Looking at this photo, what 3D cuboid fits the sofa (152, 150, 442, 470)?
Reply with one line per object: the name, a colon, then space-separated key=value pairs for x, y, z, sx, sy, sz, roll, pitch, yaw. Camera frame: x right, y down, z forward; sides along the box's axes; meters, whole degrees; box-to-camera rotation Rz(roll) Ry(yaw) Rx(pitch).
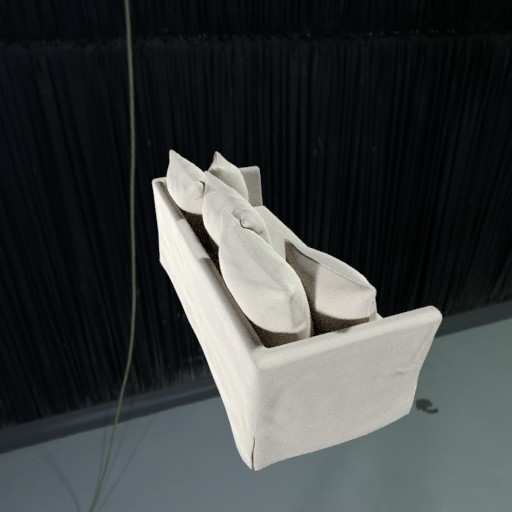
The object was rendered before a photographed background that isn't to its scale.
sofa: x=0.000 y=0.000 z=3.119 sx=1.046 sy=1.047 sz=2.499 roll=-11 pitch=31 yaw=-19
